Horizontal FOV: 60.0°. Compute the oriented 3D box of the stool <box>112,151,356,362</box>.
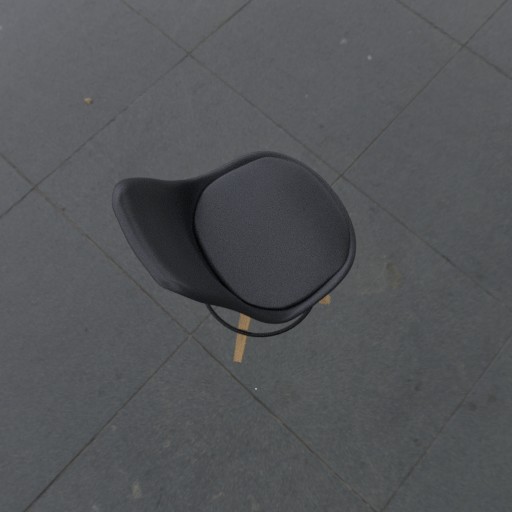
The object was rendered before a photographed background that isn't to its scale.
[{"bbox_3d":[0.000,0.000,1.387,0.550,1.115,0.485,-32,76,-9],"label":"stool"}]
